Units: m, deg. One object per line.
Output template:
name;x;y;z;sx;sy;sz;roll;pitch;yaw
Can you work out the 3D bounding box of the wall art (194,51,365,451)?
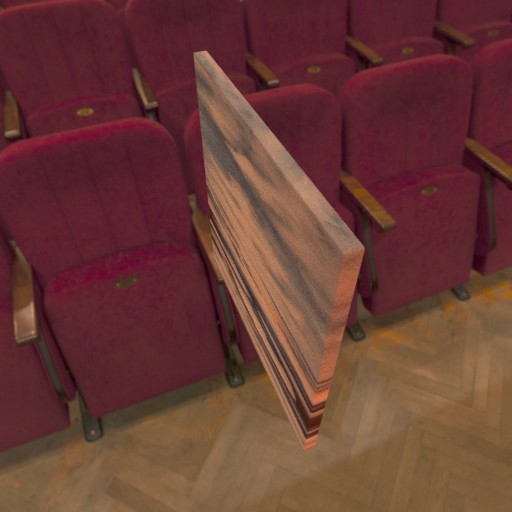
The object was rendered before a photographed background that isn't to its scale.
wall art;0.000;0.000;1.131;0.035;0.747;0.747;-16;49;-15
